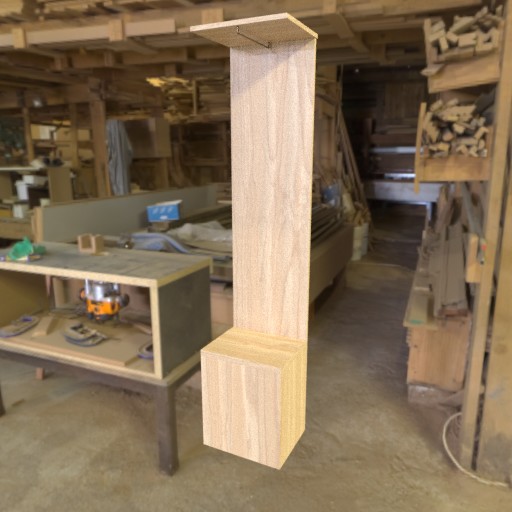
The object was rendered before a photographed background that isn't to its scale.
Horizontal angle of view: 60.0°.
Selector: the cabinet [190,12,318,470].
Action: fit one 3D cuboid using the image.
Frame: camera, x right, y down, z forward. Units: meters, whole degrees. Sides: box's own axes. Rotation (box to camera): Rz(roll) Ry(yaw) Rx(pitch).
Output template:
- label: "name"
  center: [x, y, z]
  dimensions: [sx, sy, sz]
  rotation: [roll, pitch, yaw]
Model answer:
- label: "cabinet"
  center: [0.000, 0.000, 2.015]
  dimensions: [0.411, 1.879, 0.338]
  rotation: [7, 15, 26]
